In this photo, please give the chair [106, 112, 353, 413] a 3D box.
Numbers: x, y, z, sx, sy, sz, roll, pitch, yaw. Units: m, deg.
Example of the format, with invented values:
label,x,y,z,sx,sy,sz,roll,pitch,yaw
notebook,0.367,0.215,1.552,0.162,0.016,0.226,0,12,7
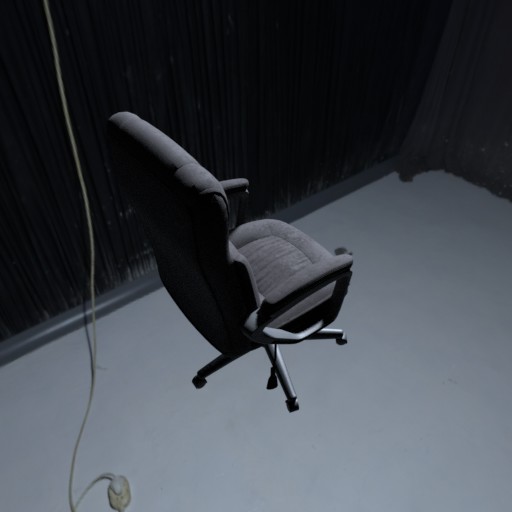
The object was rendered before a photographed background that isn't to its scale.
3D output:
label,x,y,z,sx,sy,sz,roll,pitch,yaw
chair,0.000,0.000,1.580,0.724,1.105,0.667,-26,48,-27
